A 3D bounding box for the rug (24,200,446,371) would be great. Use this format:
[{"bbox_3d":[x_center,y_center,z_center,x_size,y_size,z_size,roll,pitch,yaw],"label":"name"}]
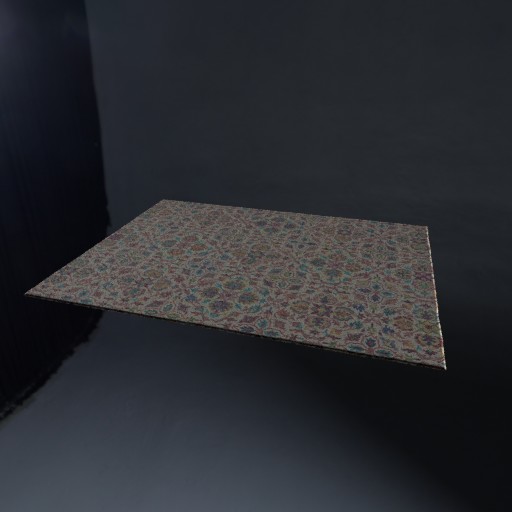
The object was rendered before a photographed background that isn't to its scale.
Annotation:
[{"bbox_3d":[0.000,0.000,4.242,3.215,0.020,2.446,7,27,15],"label":"rug"}]
